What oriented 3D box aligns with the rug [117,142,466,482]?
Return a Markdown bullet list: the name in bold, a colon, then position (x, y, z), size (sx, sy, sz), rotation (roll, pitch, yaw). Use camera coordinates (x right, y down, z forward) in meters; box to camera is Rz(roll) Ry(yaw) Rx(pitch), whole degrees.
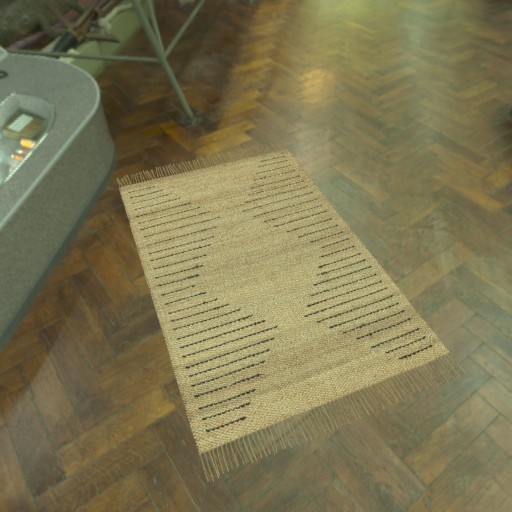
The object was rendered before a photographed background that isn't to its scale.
- **rug**: position (0.000, 0.000, 2.497), size (1.224, 0.027, 2.085), rotation (-16, 49, -15)
